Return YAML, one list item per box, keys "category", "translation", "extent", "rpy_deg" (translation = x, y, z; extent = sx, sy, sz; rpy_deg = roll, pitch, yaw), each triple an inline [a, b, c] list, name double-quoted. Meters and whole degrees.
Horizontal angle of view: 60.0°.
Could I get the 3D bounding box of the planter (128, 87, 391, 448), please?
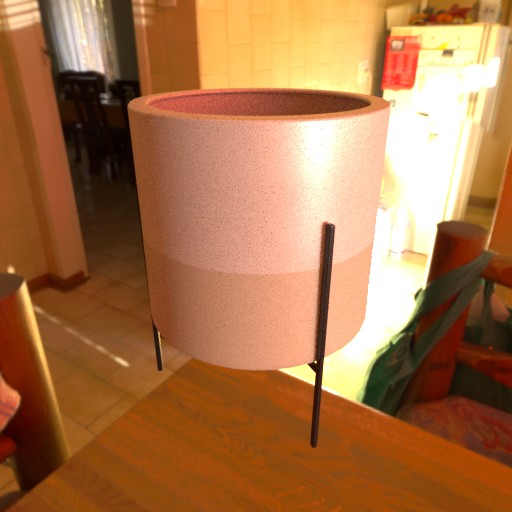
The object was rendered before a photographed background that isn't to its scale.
- category: "planter"
  translation: [0.000, 0.000, 0.721]
  extent: [0.368, 0.484, 0.359]
  rpy_deg: [1, 26, 3]
